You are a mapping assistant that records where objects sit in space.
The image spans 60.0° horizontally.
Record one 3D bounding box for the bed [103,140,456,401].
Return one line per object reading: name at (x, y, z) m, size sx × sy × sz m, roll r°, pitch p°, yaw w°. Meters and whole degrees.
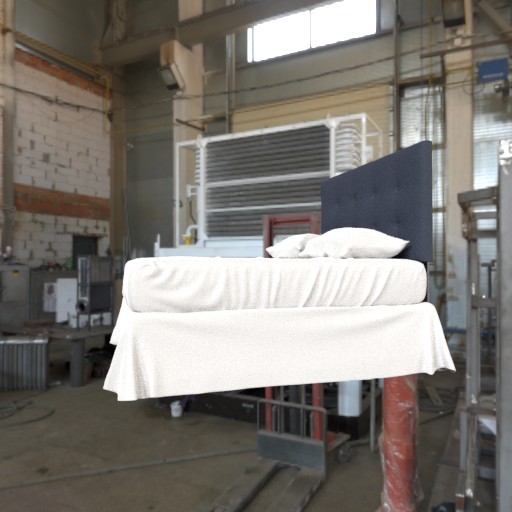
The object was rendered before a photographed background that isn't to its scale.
bed at (0.000, 0.000, 3.493) m, size 2.222 × 1.577 × 1.936 m, roll 0°, pitch -1°, yaw -17°
